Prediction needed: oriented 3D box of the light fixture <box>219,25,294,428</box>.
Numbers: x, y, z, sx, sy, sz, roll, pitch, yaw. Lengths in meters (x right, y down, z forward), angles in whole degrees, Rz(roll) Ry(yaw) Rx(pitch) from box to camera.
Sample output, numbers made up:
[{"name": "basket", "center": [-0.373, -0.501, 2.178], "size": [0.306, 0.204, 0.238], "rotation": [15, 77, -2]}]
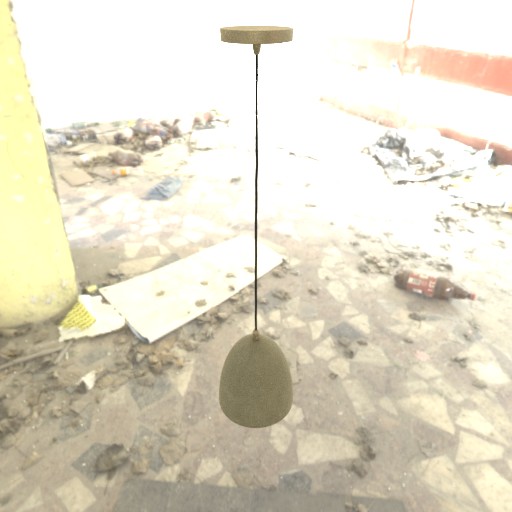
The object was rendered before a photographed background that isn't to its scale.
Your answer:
[{"name": "light fixture", "center": [0.000, 0.000, 0.828], "size": [0.170, 0.759, 0.170], "rotation": [-2, 31, -4]}]
